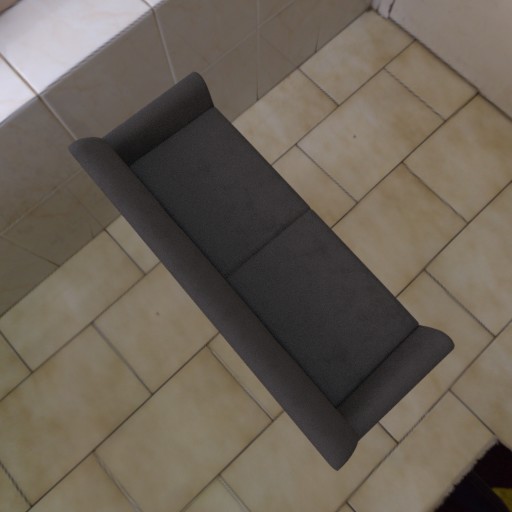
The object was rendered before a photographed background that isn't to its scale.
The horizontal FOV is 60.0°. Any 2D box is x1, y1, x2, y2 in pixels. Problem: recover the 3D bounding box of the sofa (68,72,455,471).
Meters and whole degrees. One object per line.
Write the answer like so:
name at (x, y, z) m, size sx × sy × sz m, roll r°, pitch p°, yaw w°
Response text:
sofa at (0.000, 0.000, 2.647) m, size 0.900 × 0.740 × 2.190 m, roll -40°, pitch 79°, yaw -9°
